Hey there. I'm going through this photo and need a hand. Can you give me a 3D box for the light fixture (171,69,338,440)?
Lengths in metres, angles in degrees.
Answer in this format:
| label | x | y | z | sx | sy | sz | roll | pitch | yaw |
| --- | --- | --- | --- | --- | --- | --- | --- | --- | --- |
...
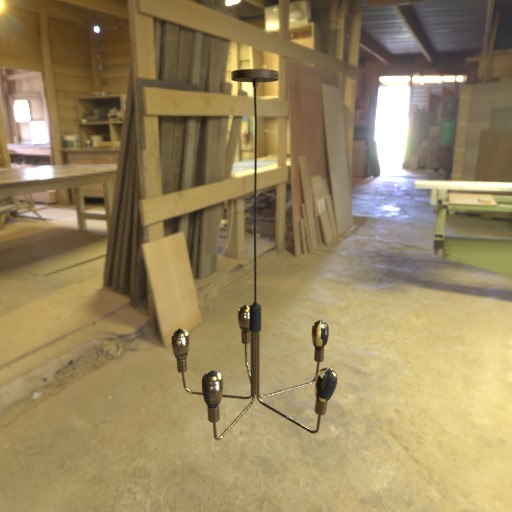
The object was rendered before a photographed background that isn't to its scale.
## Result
| label | x | y | z | sx | sy | sz | roll | pitch | yaw |
| --- | --- | --- | --- | --- | --- | --- | --- | --- | --- |
| light fixture | 0.000 | 0.000 | 1.363 | 0.588 | 1.059 | 0.532 | 8 | 18 | 26 |
